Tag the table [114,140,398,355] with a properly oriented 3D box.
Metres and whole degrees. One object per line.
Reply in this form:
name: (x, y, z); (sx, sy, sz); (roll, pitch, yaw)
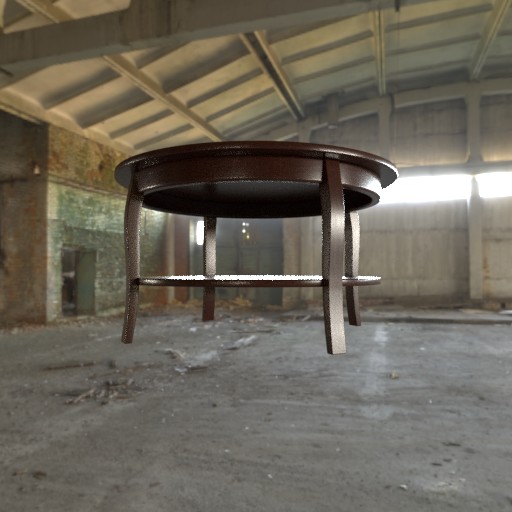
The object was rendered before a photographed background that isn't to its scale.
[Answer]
table: (0.000, 0.000, 1.486); (0.911, 0.512, 0.911); (0, -2, 0)
